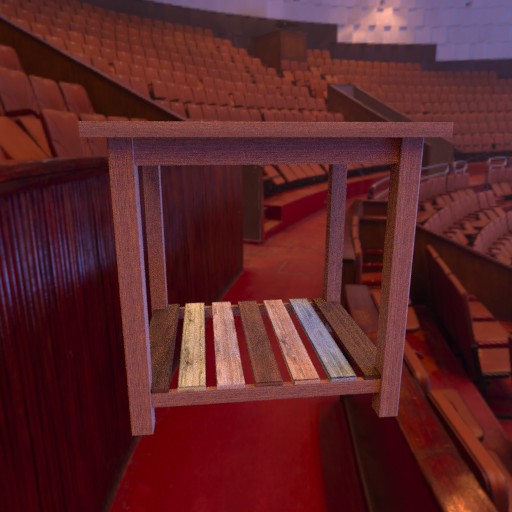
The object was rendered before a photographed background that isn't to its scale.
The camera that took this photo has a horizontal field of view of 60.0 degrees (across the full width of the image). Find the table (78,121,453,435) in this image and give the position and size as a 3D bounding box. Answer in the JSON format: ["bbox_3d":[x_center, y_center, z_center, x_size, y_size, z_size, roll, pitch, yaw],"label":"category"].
[{"bbox_3d":[0.000,0.000,1.123,0.660,0.635,0.559,-2,15,-6],"label":"table"}]
